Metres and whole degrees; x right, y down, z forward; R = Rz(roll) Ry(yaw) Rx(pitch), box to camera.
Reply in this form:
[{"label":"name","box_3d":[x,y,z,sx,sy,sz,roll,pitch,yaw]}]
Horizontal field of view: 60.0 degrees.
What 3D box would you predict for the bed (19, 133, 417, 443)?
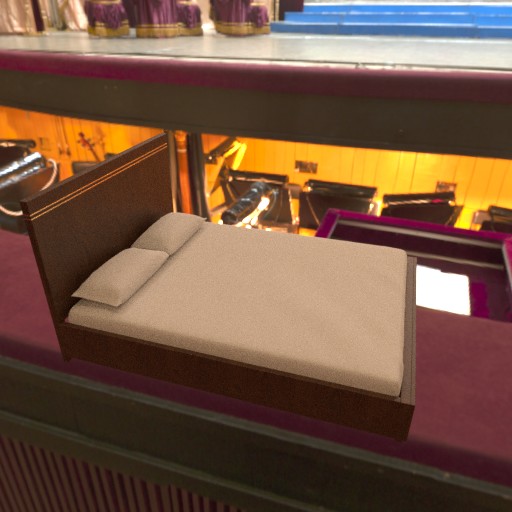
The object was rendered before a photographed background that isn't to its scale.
[{"label":"bed","box_3d":[0.000,0.000,3.097,2.221,1.169,1.613,9,30,16]}]
